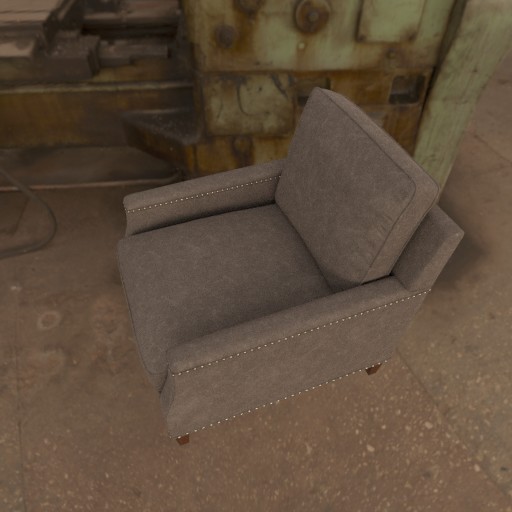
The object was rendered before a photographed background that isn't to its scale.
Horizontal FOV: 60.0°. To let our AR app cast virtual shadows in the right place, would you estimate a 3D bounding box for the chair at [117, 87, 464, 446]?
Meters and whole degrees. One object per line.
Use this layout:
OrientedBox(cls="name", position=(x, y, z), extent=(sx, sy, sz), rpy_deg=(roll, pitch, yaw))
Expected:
OrientedBox(cls="chair", position=(0.000, 0.000, 1.690), extent=(1.014, 0.948, 0.853), rpy_deg=(-16, 49, -14))
